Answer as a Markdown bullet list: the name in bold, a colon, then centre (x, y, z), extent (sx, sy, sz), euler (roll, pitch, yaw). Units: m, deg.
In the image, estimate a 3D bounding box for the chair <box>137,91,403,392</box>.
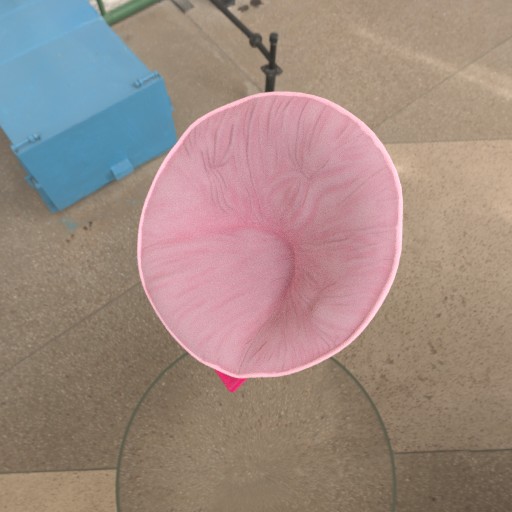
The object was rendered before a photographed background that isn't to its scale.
- **chair**: centre (0.000, 0.000, 0.914), extent (0.459, 0.494, 0.522), euler (-34, 69, -15)
